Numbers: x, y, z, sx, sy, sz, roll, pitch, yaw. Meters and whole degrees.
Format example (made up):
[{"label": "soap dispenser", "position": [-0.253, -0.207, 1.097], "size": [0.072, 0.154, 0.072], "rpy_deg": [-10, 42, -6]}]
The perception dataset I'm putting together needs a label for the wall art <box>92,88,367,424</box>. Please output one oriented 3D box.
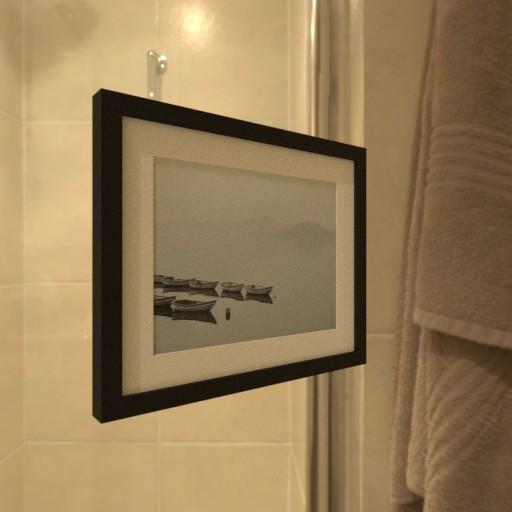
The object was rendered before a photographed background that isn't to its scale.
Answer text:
[{"label": "wall art", "position": [0.000, 0.000, 0.560], "size": [0.397, 0.325, 0.028], "rpy_deg": [0, 0, -37]}]
